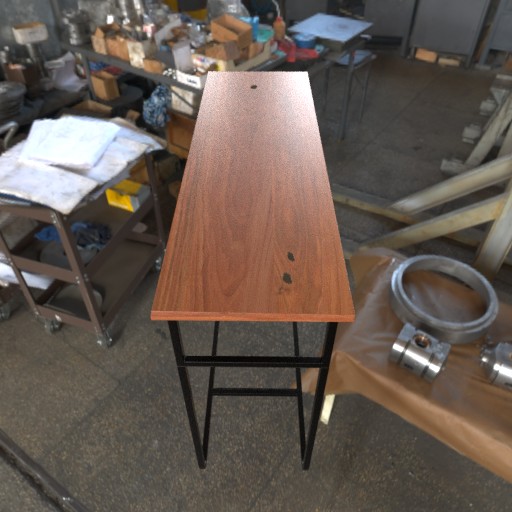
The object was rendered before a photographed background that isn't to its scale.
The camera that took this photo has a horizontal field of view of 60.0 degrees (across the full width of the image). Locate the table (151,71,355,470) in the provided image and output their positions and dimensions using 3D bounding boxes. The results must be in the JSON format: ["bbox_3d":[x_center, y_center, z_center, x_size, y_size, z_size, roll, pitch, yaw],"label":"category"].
[{"bbox_3d":[0.000,0.000,1.412,0.350,0.750,1.100,0,43,0],"label":"table"}]
